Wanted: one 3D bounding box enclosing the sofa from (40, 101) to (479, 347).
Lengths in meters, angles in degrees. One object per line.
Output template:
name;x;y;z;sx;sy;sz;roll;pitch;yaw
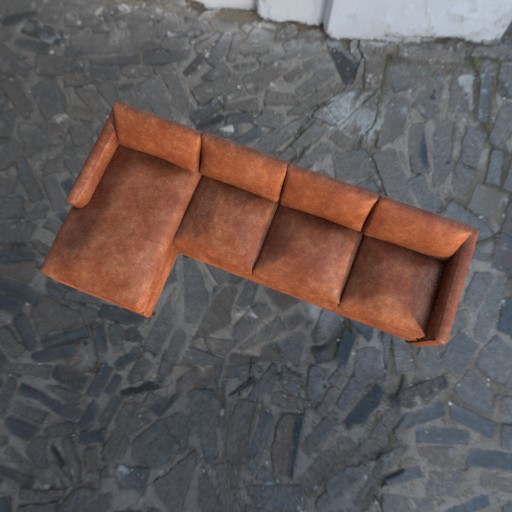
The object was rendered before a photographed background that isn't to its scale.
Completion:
sofa;0.000;0.000;3.447;2.993;0.859;1.471;21;76;5
